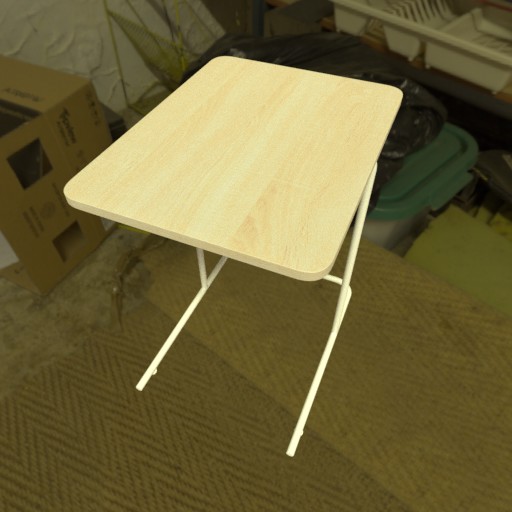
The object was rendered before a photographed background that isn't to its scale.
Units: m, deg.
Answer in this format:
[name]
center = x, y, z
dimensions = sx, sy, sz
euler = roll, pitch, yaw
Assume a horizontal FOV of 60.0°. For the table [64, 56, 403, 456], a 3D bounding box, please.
[table]
center = 0.000, 0.000, 0.881
dimensions = 0.370, 0.550, 0.480
euler = 17, 49, 16
